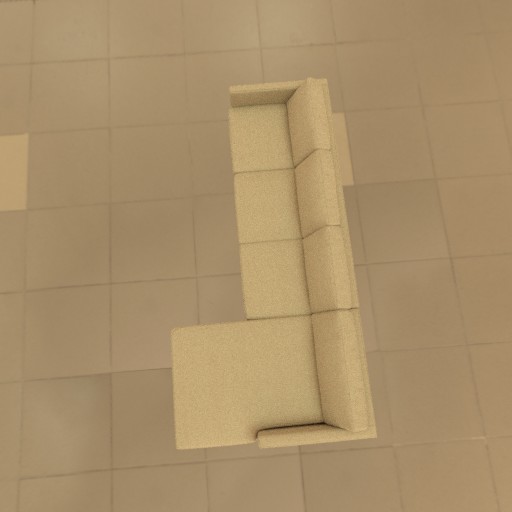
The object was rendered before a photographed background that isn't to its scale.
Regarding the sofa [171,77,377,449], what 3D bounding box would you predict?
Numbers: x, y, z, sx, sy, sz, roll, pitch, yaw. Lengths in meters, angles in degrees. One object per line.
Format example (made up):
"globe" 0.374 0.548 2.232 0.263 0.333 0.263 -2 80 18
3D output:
"sofa" 0.000 0.000 4.006 1.622 0.867 3.177 -5 77 -1
